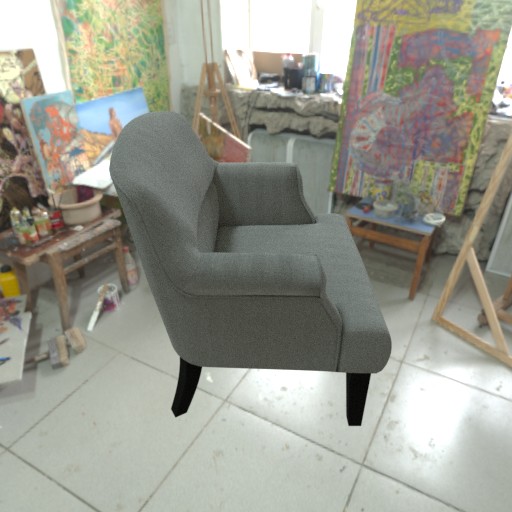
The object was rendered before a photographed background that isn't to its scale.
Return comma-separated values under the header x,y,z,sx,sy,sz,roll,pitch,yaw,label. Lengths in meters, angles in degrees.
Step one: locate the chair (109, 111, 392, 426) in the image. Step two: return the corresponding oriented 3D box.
x,y,z,sx,sy,sz,roll,pitch,yaw,label
0.000,0.000,1.477,0.755,0.880,0.772,0,32,0,chair
